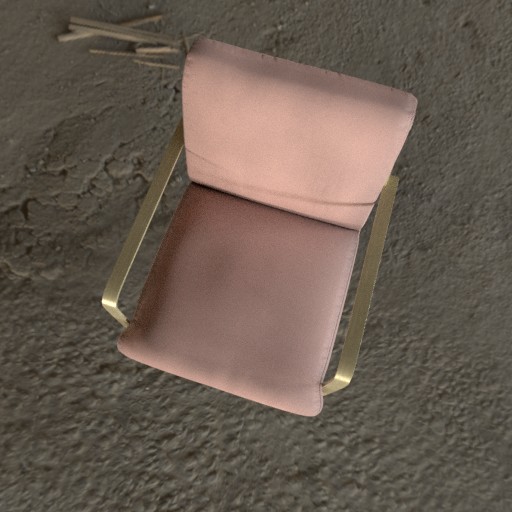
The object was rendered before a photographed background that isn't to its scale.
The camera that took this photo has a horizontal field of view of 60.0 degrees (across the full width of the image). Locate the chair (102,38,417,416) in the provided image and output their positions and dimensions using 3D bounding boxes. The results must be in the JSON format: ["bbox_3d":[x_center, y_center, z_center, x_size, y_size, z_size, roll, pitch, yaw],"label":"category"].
[{"bbox_3d":[0.000,0.000,1.415,0.701,0.823,0.848,17,75,5],"label":"chair"}]
